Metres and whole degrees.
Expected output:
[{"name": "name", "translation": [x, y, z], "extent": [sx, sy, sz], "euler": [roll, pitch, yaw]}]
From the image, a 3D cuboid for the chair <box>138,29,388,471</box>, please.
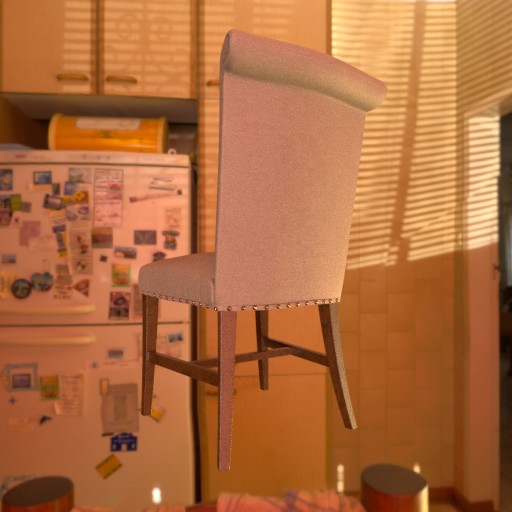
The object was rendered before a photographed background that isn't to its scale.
[{"name": "chair", "translation": [0.000, 0.000, 1.304], "extent": [0.513, 0.988, 0.608], "euler": [0, 0, -35]}]
